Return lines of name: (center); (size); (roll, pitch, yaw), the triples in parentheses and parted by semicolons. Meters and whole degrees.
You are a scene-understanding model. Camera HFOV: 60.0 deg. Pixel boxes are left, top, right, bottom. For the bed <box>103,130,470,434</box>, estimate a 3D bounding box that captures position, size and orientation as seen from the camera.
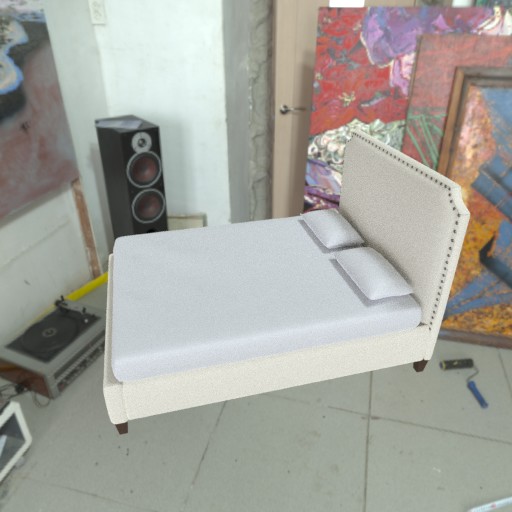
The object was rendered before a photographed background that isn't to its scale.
bed: (0.000, 0.000, 3.501); (2.372, 1.497, 1.712); (-8, 31, -13)
